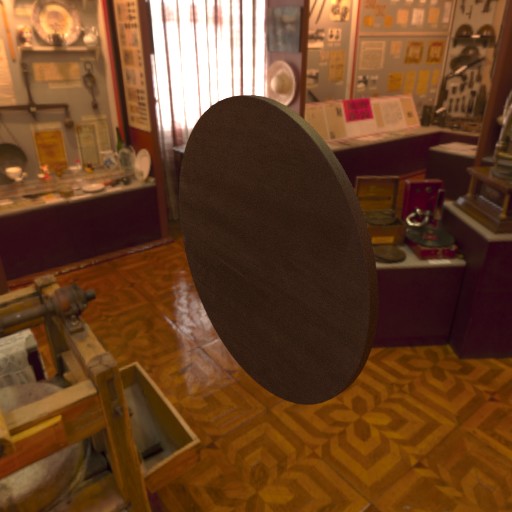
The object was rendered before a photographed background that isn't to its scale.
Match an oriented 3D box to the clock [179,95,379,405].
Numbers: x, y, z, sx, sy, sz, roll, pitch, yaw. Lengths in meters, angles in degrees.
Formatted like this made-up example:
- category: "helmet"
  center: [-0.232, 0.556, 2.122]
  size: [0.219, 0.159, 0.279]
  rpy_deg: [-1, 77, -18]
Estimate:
- category: "clock"
  center: [0.000, 0.000, 0.870]
  size: [0.029, 0.595, 0.595]
  rpy_deg: [-17, 31, -32]
